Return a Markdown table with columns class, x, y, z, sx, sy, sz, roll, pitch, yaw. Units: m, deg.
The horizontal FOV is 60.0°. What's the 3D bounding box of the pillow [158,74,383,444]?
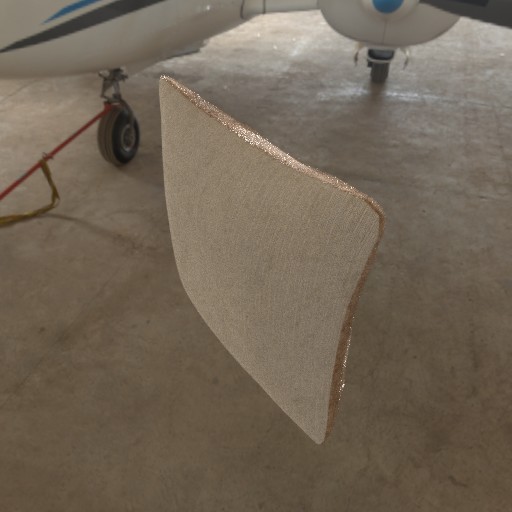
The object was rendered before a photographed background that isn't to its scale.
| class | x | y | z | sx | sy | sz | roll | pitch | yaw |
| --- | --- | --- | --- | --- | --- | --- | --- | --- | --- |
| pillow | 0.000 | 0.000 | 0.812 | 0.216 | 0.525 | 0.538 | -24 | 46 | -26 |
